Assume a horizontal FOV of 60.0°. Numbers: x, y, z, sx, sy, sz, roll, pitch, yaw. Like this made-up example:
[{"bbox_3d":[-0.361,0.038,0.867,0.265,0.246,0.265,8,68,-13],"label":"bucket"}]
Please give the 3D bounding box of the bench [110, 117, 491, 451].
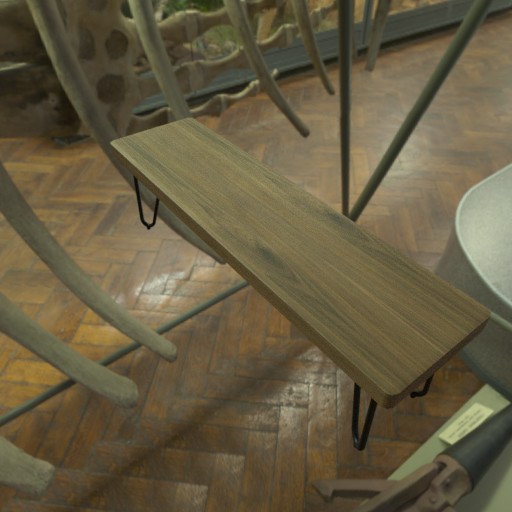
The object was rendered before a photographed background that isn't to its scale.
[{"bbox_3d":[0.000,0.000,1.720,0.425,0.462,1.570,-27,48,-27],"label":"bench"}]
